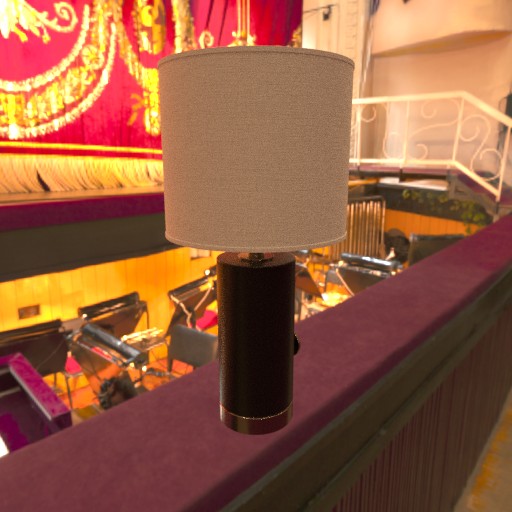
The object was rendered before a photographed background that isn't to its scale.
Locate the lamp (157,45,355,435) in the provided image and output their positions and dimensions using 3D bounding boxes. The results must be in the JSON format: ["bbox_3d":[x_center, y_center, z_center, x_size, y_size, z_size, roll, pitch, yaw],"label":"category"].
[{"bbox_3d":[0.000,0.000,0.607,0.241,0.482,0.240,13,18,43],"label":"lamp"}]
